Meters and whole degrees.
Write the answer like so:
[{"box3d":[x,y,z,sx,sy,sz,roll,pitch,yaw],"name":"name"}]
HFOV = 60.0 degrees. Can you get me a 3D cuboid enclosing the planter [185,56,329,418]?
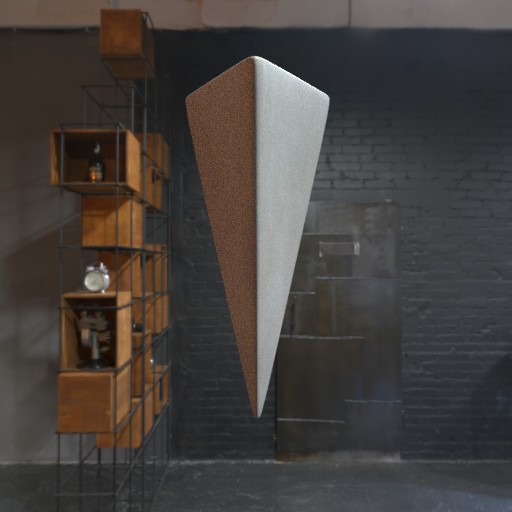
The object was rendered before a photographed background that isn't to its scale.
[{"box3d":[0.000,0.000,0.158,0.058,0.130,0.047,0,-1,1],"name":"planter"}]
